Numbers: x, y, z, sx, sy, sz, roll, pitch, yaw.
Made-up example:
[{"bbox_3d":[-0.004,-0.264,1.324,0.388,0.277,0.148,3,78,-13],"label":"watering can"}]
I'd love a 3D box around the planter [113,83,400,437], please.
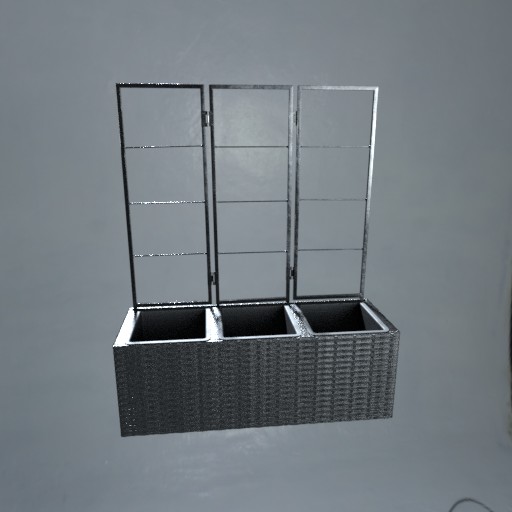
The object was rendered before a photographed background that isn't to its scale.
[{"bbox_3d":[0.000,0.000,1.132,0.698,0.841,0.244,-2,15,-6],"label":"planter"}]
